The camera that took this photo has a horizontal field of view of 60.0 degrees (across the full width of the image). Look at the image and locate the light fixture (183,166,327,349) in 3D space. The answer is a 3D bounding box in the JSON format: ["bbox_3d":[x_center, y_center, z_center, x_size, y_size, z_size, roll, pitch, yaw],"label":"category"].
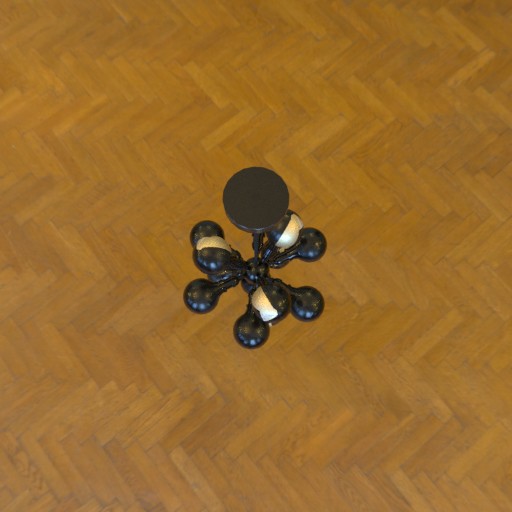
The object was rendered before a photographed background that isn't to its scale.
[{"bbox_3d":[0.000,0.000,1.148,0.420,0.859,0.468,4,77,1],"label":"light fixture"}]
